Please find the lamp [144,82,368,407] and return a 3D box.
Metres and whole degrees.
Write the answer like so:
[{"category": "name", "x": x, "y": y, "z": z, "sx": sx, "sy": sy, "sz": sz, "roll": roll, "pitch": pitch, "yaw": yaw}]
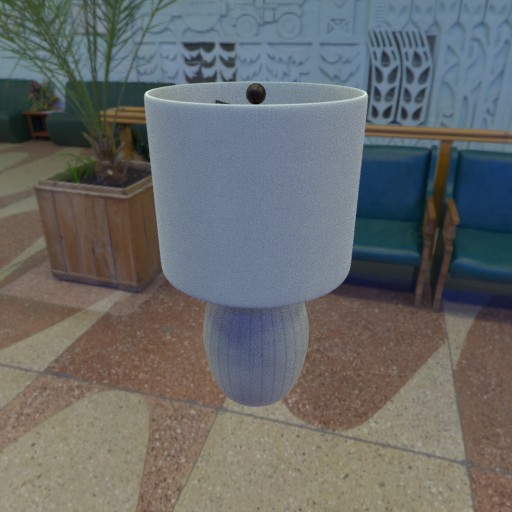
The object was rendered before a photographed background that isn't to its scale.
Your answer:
[{"category": "lamp", "x": 0.000, "y": 0.000, "z": 0.782, "sx": 0.328, "sy": 0.570, "sz": 0.328, "roll": 0, "pitch": 26, "yaw": 0}]
